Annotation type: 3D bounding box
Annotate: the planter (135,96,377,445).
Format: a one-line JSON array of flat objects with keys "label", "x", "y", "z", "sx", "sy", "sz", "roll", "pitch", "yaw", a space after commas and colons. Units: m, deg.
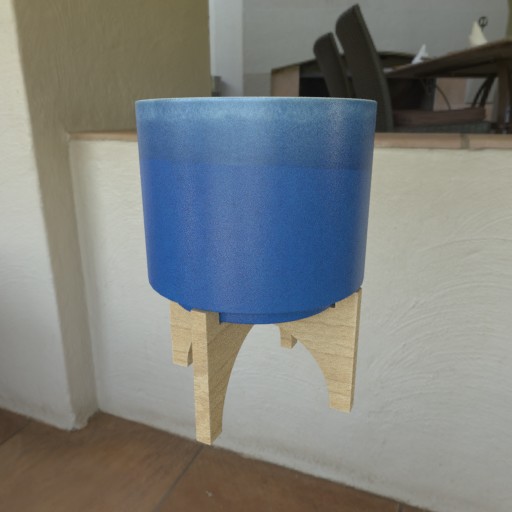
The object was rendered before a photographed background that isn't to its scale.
[{"label": "planter", "x": 0.000, "y": 0.000, "z": 0.402, "sx": 0.192, "sy": 0.263, "sz": 0.192, "roll": 0, "pitch": 17, "yaw": 0}]
